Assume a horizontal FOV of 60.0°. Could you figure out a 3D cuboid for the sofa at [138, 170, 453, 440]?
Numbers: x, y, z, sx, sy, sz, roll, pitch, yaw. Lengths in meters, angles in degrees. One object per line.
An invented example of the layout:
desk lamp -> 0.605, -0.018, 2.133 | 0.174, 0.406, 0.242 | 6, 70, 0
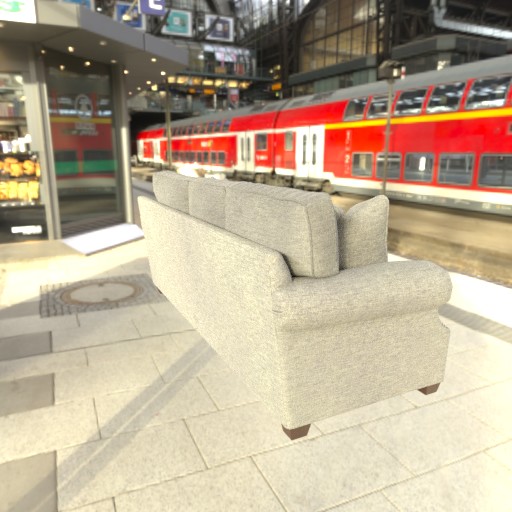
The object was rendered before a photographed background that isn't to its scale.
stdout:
sofa -> 0.000, 0.000, 2.721 | 0.965, 0.975, 2.312 | -7, 15, -26
